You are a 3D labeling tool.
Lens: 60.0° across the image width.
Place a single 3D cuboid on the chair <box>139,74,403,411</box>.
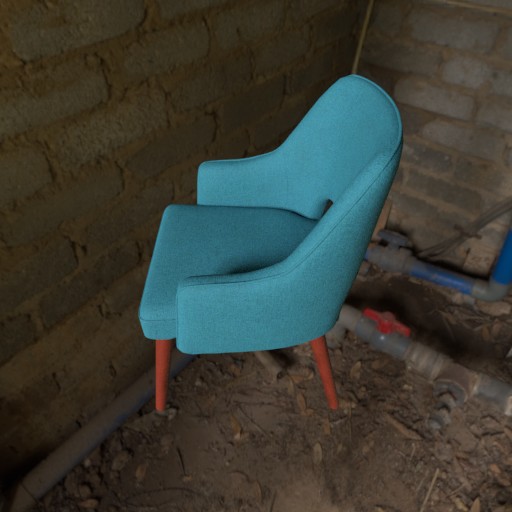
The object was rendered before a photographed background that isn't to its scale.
[{"bbox_3d":[0.000,0.000,1.206,0.605,0.849,0.548,0,42,0],"label":"chair"}]
